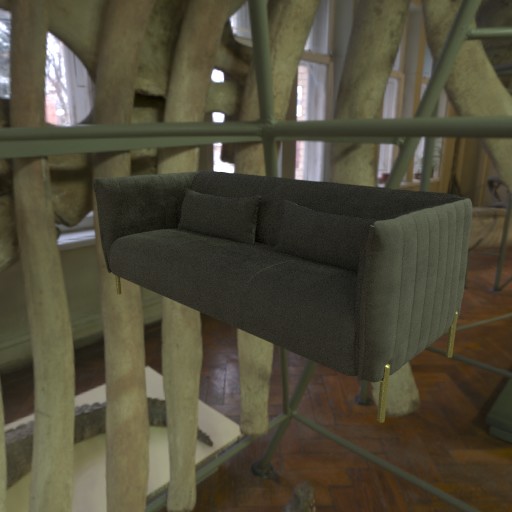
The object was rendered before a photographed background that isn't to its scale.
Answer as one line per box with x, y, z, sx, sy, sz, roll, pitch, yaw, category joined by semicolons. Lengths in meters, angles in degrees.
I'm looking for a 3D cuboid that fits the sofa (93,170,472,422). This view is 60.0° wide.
0.000;0.000;2.425;1.980;0.780;0.876;15;22;42;sofa
